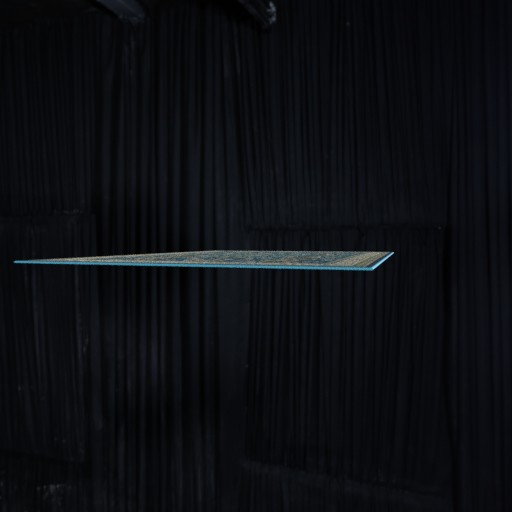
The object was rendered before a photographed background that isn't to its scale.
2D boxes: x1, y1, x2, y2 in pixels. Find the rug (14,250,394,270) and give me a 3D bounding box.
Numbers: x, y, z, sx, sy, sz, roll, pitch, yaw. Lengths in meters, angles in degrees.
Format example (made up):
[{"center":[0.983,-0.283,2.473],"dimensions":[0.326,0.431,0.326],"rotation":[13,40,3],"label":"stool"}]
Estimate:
[{"center":[0.000,0.000,3.906],"dimensions":[2.226,0.015,3.044],"rotation":[1,2,19],"label":"rug"}]
